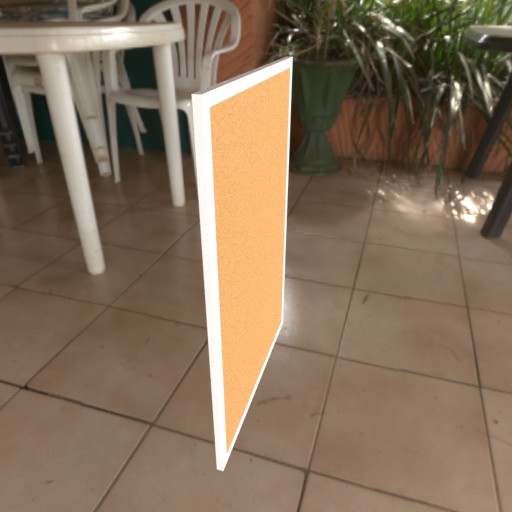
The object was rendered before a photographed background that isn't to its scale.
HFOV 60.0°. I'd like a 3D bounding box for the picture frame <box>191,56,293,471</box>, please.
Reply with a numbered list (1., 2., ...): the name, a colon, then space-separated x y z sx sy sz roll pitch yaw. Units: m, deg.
1. picture frame: 0.000 0.000 0.845 0.013 0.657 0.457 8 30 15
